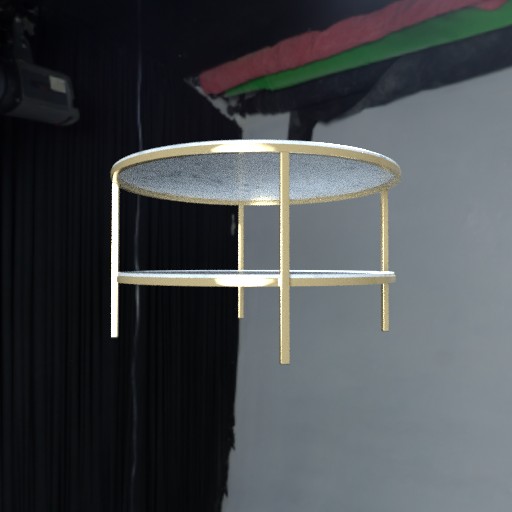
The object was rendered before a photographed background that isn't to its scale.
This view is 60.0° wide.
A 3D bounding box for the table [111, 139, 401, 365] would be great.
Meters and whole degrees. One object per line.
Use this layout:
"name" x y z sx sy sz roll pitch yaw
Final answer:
"table" 0.000 0.000 1.280 0.800 0.450 0.800 0 -1 0
